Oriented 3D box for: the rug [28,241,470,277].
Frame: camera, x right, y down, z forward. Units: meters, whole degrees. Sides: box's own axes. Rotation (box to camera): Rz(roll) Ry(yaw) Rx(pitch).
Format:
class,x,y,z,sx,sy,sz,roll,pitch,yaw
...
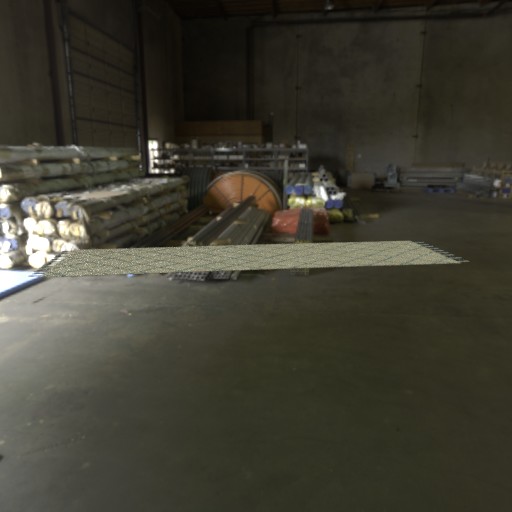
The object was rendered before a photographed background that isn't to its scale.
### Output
class,x,y,z,sx,sy,sz,roll,pitch,yaw
rug,0.000,0.000,2.634,2.372,0.008,0.620,-2,14,-7
